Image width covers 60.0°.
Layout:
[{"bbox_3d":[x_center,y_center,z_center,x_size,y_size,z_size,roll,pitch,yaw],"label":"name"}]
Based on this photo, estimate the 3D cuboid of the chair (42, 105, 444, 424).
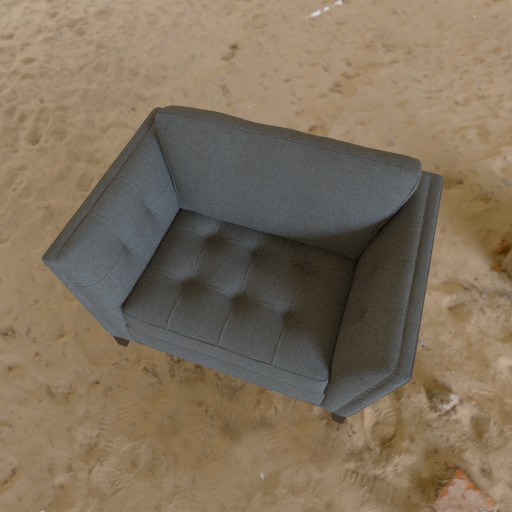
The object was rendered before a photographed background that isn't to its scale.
[{"bbox_3d":[0.000,0.000,2.047,1.396,0.942,0.965,16,58,11],"label":"chair"}]
